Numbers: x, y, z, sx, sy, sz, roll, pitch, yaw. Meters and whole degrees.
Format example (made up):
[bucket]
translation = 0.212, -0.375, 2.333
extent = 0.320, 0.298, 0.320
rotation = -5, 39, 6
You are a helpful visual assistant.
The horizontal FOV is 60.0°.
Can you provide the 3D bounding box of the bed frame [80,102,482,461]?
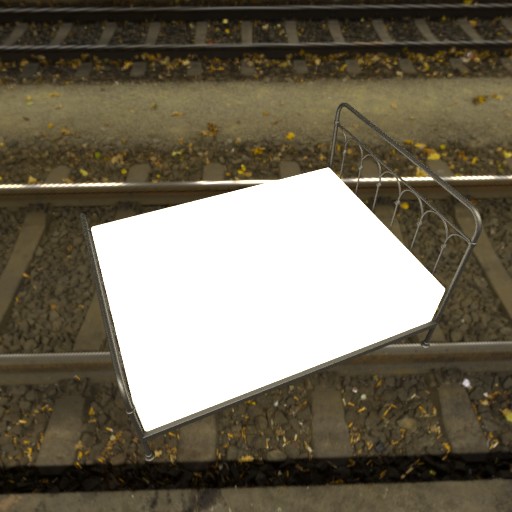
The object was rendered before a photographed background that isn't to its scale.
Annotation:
[bed frame]
translation = 0.000, 0.000, 3.168
extent = 2.203, 1.276, 1.664
rotation = -17, 47, -16
